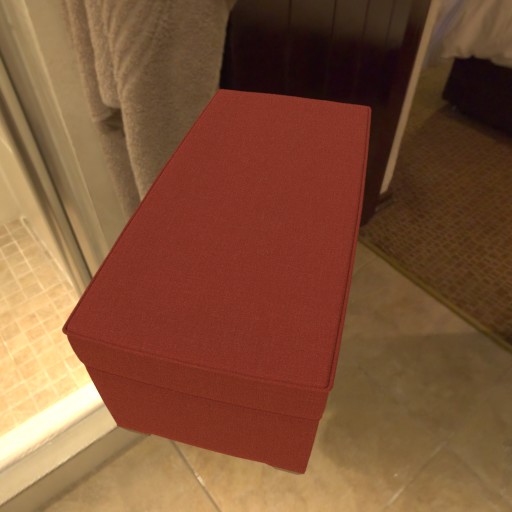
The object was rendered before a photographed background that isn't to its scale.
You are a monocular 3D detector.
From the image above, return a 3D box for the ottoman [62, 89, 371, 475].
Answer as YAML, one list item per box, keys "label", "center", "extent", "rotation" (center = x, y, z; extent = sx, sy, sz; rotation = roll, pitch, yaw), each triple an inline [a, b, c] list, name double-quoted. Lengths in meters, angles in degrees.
- label: "ottoman"
  center: [0.000, 0.000, 1.190]
  extent: [0.497, 0.454, 0.948]
  rotation: [10, 47, 9]
